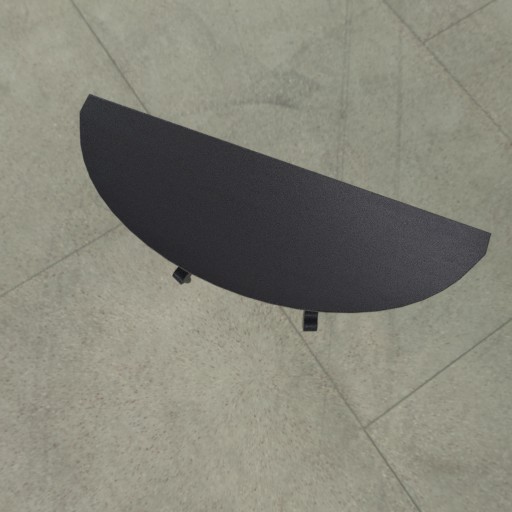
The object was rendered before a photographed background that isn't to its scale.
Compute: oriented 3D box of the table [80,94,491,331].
[{"bbox_3d":[0.000,0.000,1.526,1.198,0.692,0.394,20,76,5],"label":"table"}]
